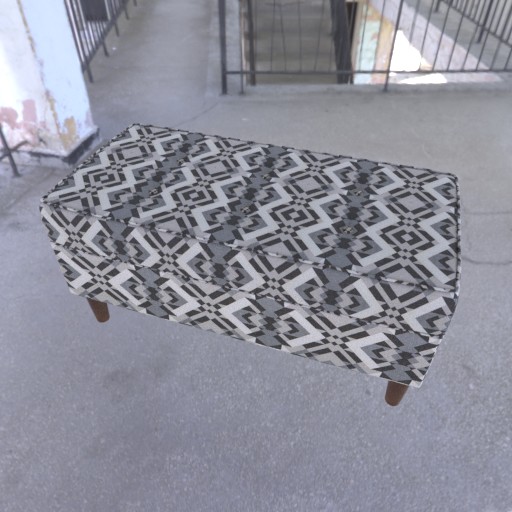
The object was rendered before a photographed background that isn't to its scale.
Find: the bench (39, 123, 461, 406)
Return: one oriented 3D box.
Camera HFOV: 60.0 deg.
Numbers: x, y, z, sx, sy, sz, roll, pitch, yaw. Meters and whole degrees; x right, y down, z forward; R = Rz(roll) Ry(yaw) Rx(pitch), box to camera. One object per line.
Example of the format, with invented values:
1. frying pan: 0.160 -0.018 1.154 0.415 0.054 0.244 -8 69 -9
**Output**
1. bench: 0.000 0.000 1.295 1.016 0.477 0.492 13 43 14
